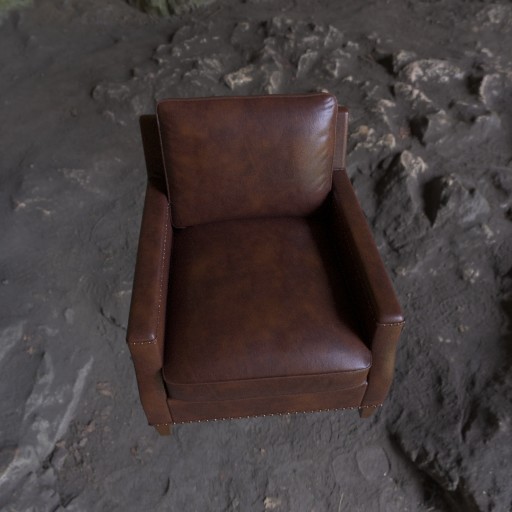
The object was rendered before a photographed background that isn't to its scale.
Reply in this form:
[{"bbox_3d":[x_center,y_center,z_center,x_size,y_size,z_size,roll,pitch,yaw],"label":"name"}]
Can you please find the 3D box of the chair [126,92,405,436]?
[{"bbox_3d":[0.000,0.000,1.684,0.853,0.929,1.014,-4,45,-4],"label":"chair"}]
